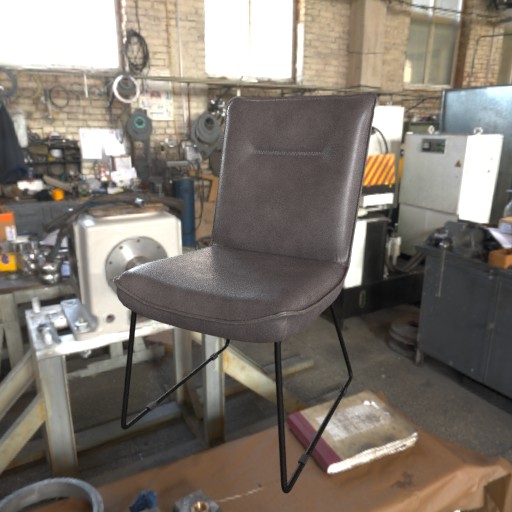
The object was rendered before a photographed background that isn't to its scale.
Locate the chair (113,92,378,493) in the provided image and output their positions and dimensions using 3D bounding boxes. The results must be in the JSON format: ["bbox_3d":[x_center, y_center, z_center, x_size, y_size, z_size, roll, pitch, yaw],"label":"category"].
[{"bbox_3d":[0.000,0.000,1.298,0.515,0.932,0.688,8,18,26],"label":"chair"}]
